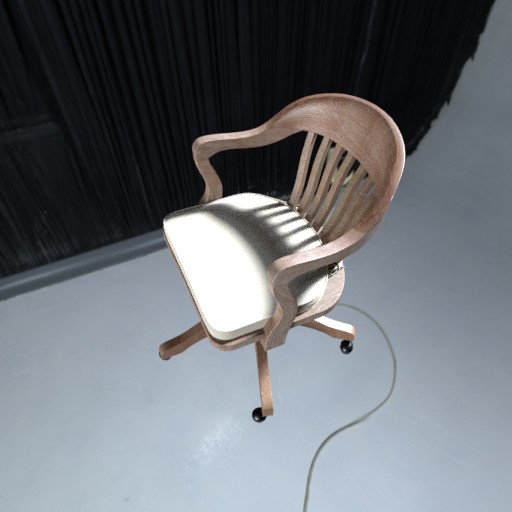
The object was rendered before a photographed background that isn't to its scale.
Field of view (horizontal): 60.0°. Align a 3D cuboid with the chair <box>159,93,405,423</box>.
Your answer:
[{"bbox_3d":[0.000,0.000,1.472,0.788,0.878,0.750,-19,51,-16],"label":"chair"}]
